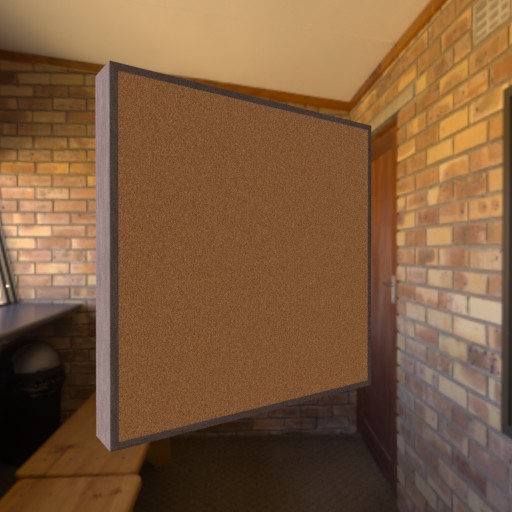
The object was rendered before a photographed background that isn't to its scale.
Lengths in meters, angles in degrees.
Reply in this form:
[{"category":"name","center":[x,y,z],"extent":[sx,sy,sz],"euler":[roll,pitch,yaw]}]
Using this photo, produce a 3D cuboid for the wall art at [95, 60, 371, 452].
[{"category":"wall art","center":[0.000,0.000,0.444],"extent":[0.303,0.302,0.038],"euler":[0,1,-35]}]
